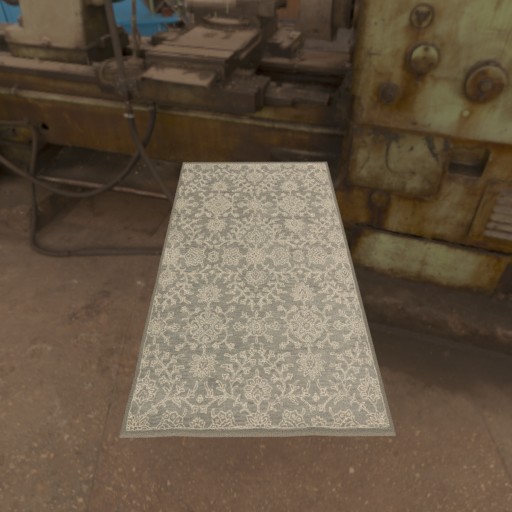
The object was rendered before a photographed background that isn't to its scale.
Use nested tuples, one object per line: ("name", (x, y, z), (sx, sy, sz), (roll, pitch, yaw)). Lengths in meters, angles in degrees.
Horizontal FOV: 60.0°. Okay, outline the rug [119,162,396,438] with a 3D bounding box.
("rug", (0.000, 0.000, 3.616), (1.546, 0.011, 3.048), (0, 41, 0))
